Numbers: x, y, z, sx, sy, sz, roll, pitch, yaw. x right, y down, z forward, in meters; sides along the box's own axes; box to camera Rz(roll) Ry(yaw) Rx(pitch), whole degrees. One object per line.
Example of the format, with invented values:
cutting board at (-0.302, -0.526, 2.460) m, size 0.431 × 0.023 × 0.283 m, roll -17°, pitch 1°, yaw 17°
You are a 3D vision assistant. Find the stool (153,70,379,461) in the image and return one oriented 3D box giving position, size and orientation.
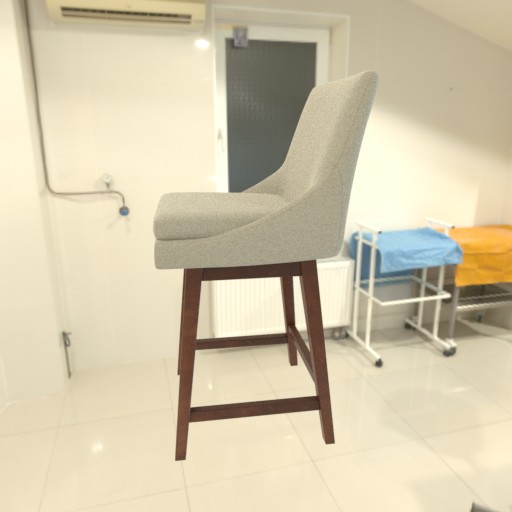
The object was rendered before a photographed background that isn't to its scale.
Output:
stool at (0.000, 0.000, 1.313) m, size 0.559 × 0.991 × 0.469 m, roll -2°, pitch 16°, yaw -9°
